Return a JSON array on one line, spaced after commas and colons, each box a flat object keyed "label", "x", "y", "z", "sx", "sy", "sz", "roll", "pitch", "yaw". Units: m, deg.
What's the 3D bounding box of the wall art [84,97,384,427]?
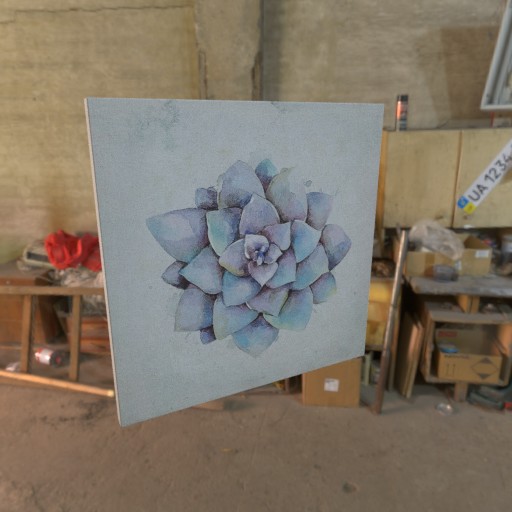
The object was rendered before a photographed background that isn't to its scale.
[{"label": "wall art", "x": 0.000, "y": 0.000, "z": 1.156, "sx": 0.762, "sy": 0.762, "sz": 0.038, "roll": -9, "pitch": 19, "yaw": -26}]
